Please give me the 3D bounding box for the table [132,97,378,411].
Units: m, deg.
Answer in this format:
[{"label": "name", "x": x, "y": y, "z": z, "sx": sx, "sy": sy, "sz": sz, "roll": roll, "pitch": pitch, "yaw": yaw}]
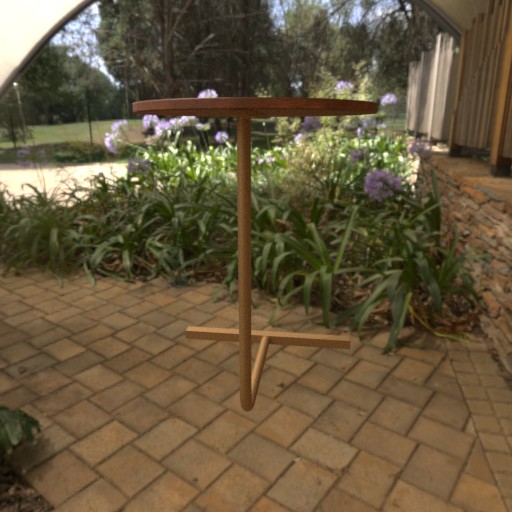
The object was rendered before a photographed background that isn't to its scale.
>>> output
[{"label": "table", "x": 0.000, "y": 0.000, "z": 1.097, "sx": 0.530, "sy": 0.706, "sz": 0.577, "roll": 2, "pitch": 16, "yaw": 8}]
